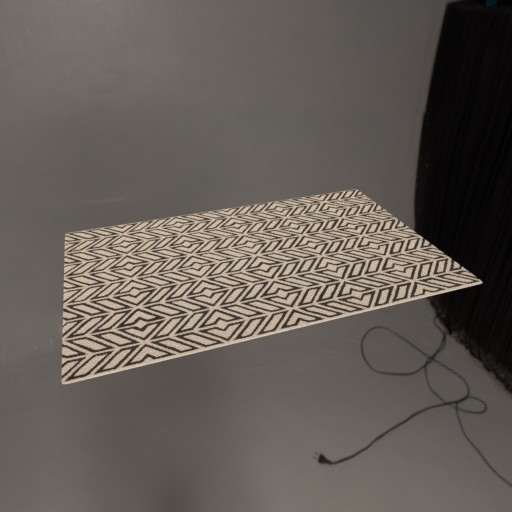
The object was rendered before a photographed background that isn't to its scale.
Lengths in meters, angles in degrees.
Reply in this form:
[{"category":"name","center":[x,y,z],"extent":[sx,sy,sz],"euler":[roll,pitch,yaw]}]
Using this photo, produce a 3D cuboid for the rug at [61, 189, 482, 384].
[{"category":"rug","center":[0.000,0.000,2.994],"extent":[2.438,0.008,1.523],"euler":[-11,33,-16]}]
